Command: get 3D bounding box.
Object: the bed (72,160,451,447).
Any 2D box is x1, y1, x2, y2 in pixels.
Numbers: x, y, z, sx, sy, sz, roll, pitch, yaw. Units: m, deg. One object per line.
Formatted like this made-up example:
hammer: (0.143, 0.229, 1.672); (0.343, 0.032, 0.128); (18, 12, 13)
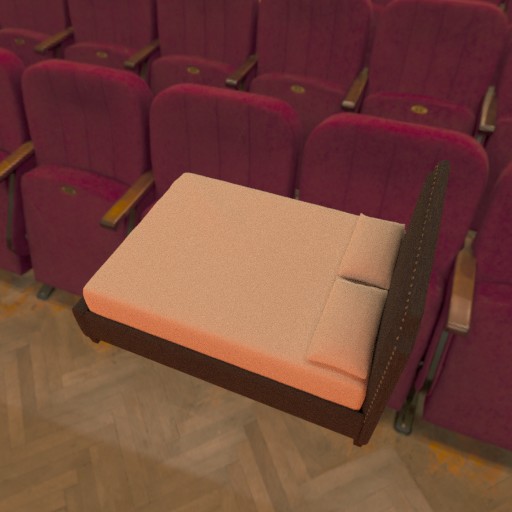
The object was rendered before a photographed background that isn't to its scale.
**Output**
bed: (0.000, 0.000, 3.416); (2.372, 1.443, 1.713); (17, 49, 15)
